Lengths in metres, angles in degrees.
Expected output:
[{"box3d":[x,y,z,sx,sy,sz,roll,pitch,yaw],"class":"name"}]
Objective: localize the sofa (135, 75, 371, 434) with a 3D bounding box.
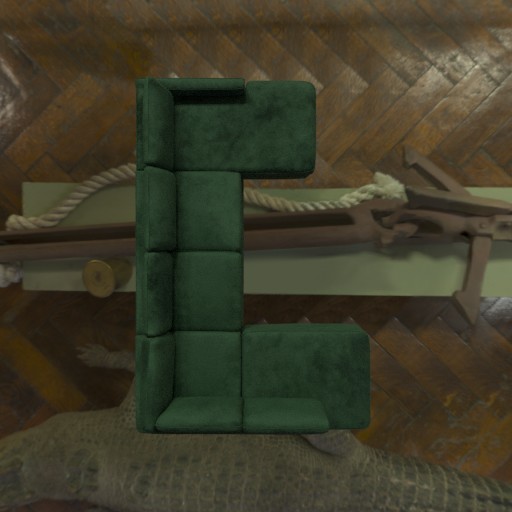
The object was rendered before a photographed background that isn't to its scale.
[{"box3d":[0.000,0.000,3.837,1.992,0.861,2.994,0,91,0],"class":"sofa"}]
